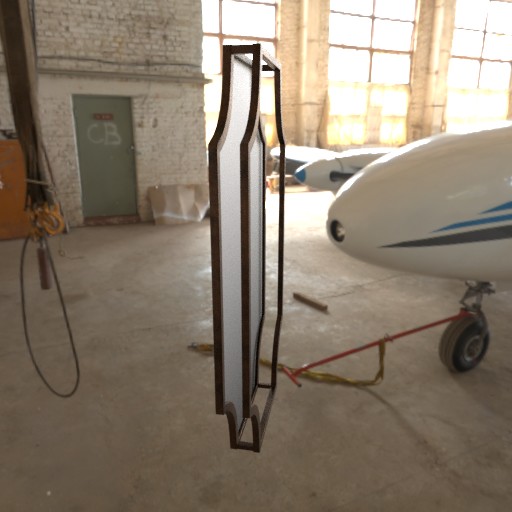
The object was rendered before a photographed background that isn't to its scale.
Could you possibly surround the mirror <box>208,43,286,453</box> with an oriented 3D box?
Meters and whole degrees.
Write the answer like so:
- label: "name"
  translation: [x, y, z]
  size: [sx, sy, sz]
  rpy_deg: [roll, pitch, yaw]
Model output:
- label: "mirror"
  translation: [0.000, 0.000, 0.974]
  size: [0.066, 0.811, 0.462]
  rpy_deg: [3, 16, 10]
